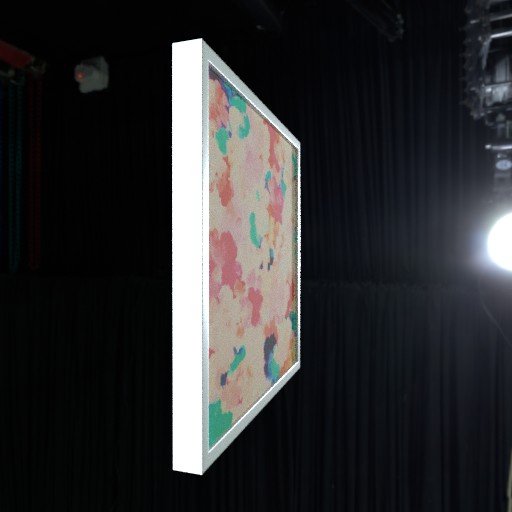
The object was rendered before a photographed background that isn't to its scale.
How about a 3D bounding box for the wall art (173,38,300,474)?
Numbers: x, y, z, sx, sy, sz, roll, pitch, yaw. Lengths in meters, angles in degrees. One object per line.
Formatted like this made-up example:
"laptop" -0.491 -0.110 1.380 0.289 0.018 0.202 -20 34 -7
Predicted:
"wall art" 0.000 0.000 0.759 0.038 0.505 0.506 0 0 19
